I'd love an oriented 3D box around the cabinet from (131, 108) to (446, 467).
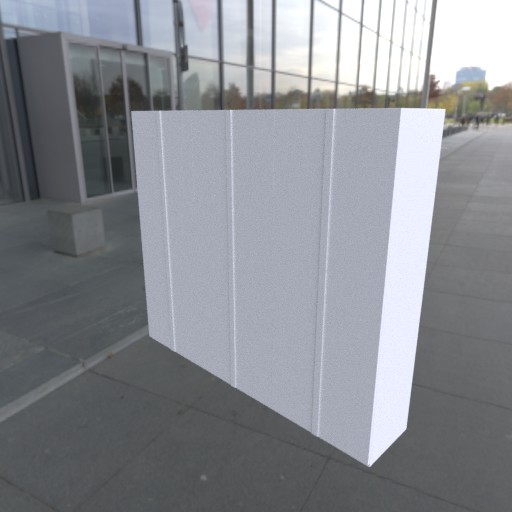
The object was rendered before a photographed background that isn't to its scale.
[{"bbox_3d":[0.000,0.000,3.797,2.700,2.370,0.590,16,24,42],"label":"cabinet"}]
